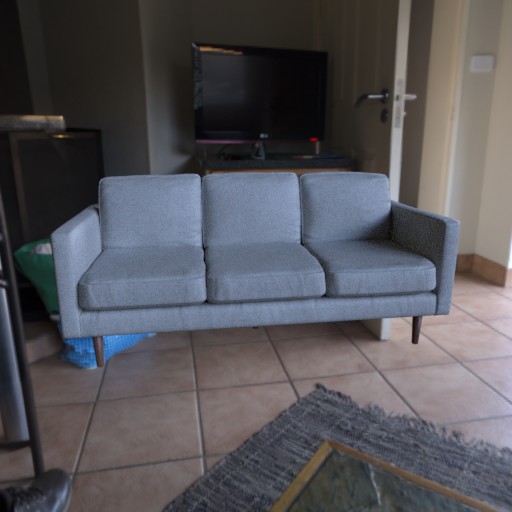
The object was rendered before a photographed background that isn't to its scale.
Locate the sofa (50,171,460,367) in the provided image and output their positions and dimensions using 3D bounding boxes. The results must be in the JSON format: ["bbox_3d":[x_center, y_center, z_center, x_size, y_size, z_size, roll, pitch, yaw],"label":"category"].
[{"bbox_3d":[0.000,0.000,2.567,1.983,0.918,0.944,-2,15,-8],"label":"sofa"}]
